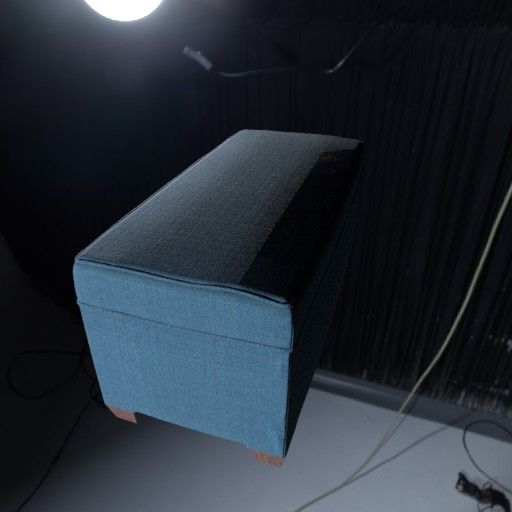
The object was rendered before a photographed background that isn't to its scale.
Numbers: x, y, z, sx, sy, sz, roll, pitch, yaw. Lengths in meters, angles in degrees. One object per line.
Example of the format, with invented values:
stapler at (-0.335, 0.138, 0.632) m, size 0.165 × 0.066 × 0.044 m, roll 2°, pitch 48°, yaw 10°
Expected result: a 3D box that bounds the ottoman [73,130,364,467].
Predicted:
ottoman at (0.000, 0.000, 1.244) m, size 0.474 × 0.474 × 0.943 m, roll 10°, pitch 33°, yaw 16°
